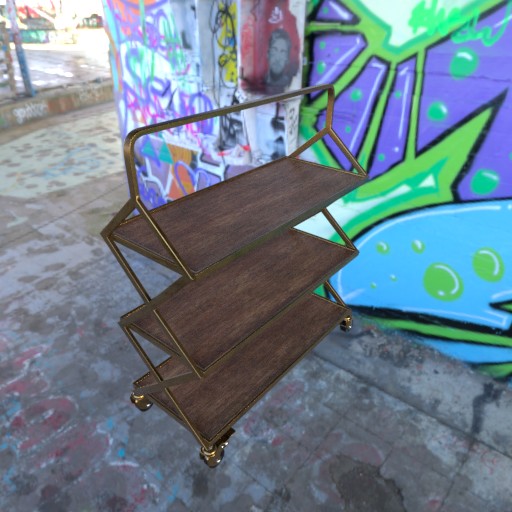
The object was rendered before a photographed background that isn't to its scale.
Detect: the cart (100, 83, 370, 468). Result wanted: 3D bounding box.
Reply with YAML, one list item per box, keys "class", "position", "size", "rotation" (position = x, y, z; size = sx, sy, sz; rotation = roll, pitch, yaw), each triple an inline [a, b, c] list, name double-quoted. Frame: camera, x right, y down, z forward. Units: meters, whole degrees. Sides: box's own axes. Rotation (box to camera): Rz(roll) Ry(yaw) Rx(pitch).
- class: "cart"
  position: [0.000, 0.000, 1.197]
  size: [0.313, 0.805, 0.723]
  rotation: [23, 37, 33]
